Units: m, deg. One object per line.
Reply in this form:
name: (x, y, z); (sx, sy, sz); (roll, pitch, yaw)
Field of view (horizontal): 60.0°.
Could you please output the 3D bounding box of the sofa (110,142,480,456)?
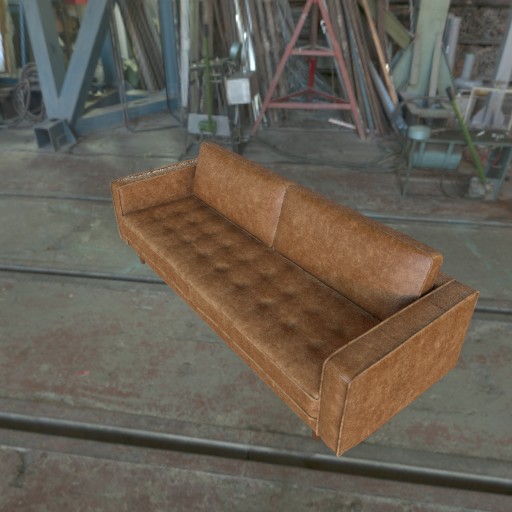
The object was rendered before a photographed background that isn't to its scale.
sofa: (0.000, 0.000, 2.566); (0.886, 0.779, 2.199); (-22, 39, -31)
